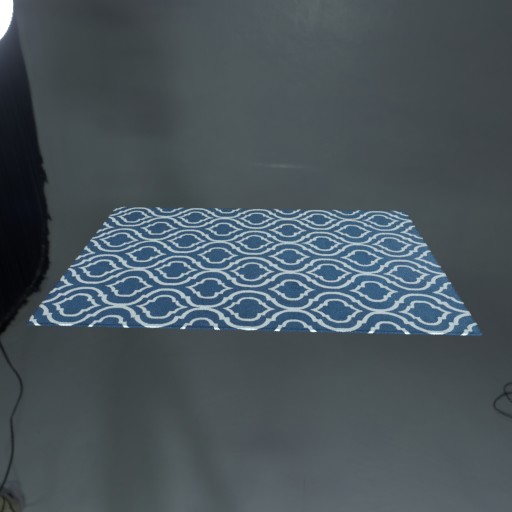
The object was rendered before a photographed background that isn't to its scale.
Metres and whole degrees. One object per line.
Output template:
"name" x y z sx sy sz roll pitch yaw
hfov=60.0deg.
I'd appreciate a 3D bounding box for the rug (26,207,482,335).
"rug" 0.000 0.000 2.193 1.753 0.010 1.143 1 30 2
